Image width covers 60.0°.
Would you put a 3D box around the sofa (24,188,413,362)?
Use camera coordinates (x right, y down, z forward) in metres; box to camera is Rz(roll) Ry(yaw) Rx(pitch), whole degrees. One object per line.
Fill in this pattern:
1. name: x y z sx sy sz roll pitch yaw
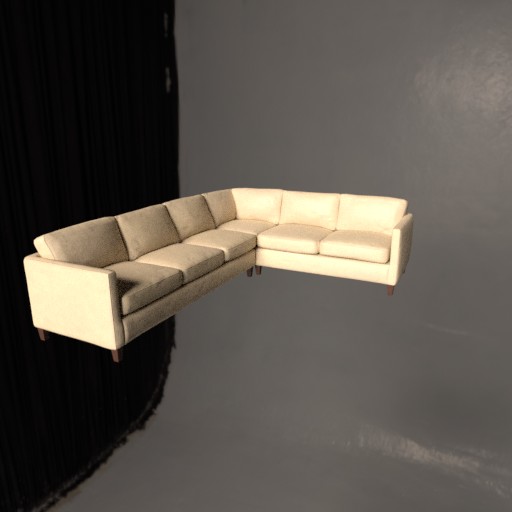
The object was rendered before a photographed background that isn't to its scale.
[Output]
1. sofa: 0.000 0.000 4.429 2.593 0.947 3.302 8 18 25
